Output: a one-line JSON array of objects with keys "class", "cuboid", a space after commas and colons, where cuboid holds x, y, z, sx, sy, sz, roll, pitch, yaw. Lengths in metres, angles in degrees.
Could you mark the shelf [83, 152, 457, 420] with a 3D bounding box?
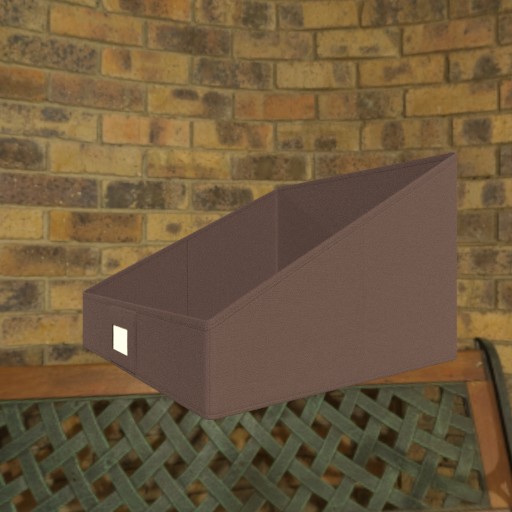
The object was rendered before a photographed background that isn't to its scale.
[{"class": "shelf", "cuboid": [0.000, 0.000, 0.476, 0.292, 0.210, 0.292, 0, 0, -36]}]
